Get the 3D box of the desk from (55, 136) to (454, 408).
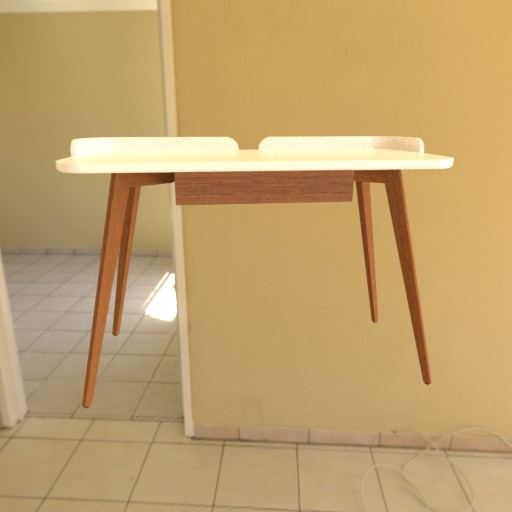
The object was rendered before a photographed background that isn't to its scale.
[{"bbox_3d":[0.000,0.000,1.586,1.206,0.807,0.534,-2,17,-6],"label":"desk"}]
